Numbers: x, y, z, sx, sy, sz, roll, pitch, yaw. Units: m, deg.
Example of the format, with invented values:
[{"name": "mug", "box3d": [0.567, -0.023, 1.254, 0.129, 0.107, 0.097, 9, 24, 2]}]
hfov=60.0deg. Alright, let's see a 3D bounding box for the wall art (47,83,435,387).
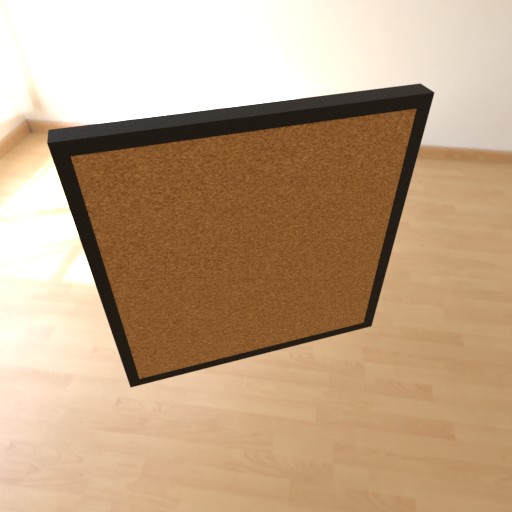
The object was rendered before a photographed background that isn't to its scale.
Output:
[{"name": "wall art", "box3d": [0.000, 0.000, 0.737, 0.506, 0.503, 0.036, -11, 43, -13]}]
